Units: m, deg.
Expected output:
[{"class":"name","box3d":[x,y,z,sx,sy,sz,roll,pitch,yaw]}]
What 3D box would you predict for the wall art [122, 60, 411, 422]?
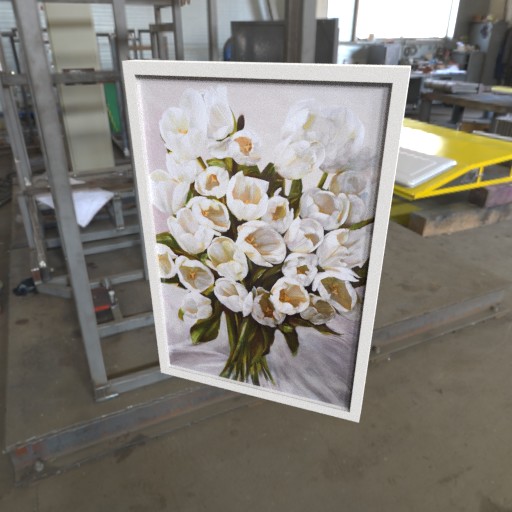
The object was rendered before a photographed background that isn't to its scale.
[{"class":"wall art","box3d":[0.000,0.000,0.535,0.293,0.428,0.025,9,28,17]}]
